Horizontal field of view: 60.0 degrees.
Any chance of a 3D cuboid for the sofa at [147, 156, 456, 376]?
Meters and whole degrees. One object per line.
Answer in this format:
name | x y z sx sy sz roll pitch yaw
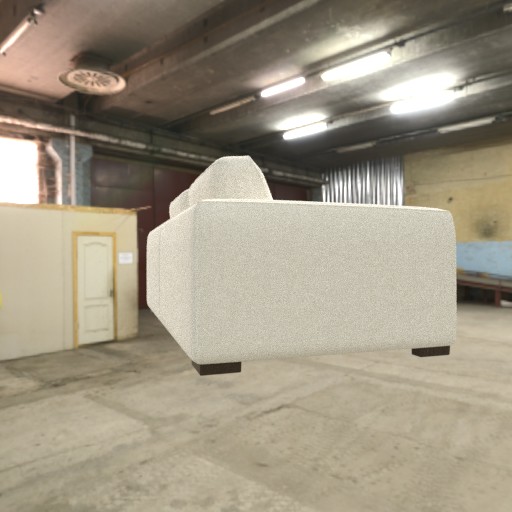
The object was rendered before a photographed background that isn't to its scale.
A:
sofa | 0.000 0.000 2.478 1.069 0.801 1.920 0 0 -18
